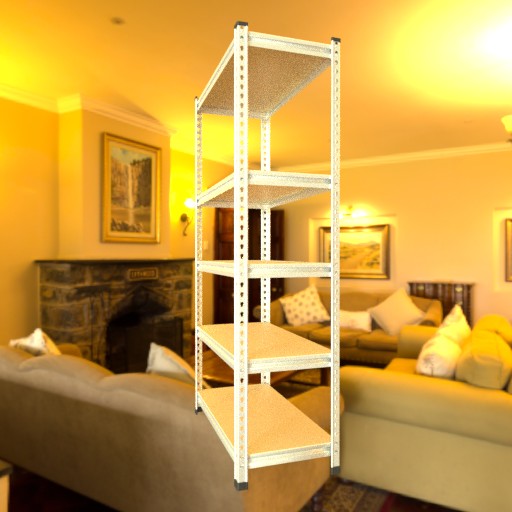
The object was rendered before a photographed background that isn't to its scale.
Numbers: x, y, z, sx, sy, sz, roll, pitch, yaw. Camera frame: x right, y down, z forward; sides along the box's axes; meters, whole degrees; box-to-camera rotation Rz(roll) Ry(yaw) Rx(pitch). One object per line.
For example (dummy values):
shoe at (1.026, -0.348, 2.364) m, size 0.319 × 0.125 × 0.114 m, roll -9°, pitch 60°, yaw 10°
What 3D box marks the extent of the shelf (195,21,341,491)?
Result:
shelf at (0.000, 0.000, 2.226) m, size 0.457 × 1.829 × 0.914 m, roll 0°, pitch 0°, yaw -18°
